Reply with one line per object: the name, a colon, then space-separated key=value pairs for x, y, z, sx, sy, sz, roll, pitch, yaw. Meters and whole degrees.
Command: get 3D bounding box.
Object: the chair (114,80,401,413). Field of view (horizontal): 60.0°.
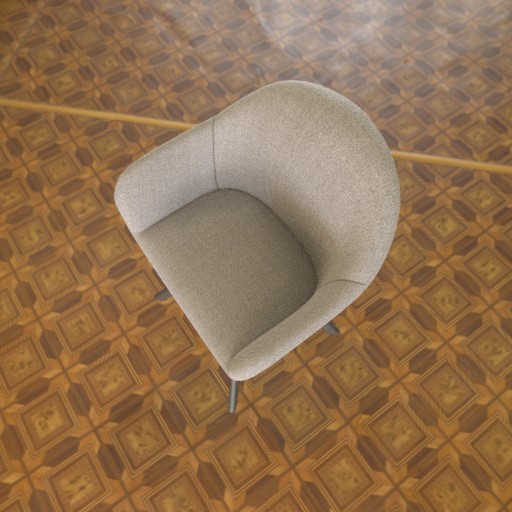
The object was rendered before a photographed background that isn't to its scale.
chair: x=0.000 y=0.000 z=1.206 sx=0.550 sy=0.795 sz=0.590 roll=-33 pitch=68 yaw=-15
